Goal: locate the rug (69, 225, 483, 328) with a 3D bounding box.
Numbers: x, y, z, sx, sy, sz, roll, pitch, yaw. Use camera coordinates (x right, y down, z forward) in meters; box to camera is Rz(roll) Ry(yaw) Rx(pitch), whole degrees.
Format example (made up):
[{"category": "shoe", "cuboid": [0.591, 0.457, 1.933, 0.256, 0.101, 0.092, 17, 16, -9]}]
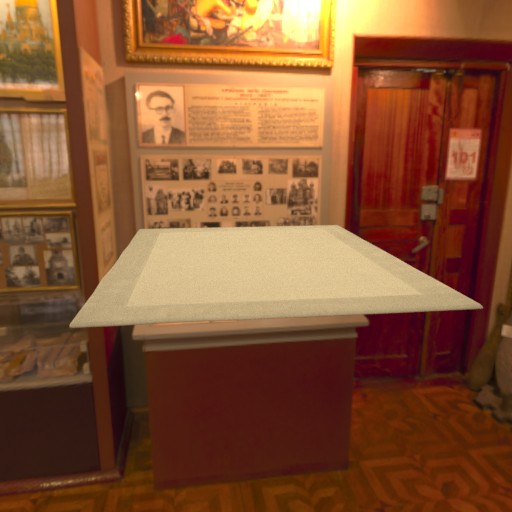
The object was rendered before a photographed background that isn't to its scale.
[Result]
[{"category": "rug", "cuboid": [0.000, 0.000, 3.971, 2.430, 0.018, 2.976, -2, 14, -7]}]
